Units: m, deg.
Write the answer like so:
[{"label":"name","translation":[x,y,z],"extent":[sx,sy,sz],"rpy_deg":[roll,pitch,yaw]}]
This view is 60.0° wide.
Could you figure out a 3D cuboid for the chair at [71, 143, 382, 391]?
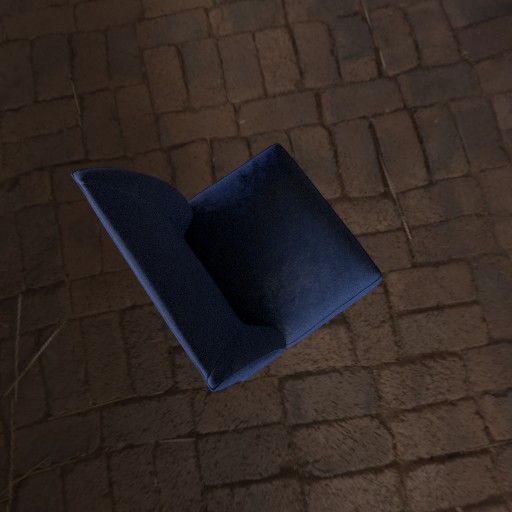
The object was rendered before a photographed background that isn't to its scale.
[{"label":"chair","translation":[0.000,0.000,1.206],"extent":[0.522,0.863,0.508],"rpy_deg":[-34,78,-8]}]
